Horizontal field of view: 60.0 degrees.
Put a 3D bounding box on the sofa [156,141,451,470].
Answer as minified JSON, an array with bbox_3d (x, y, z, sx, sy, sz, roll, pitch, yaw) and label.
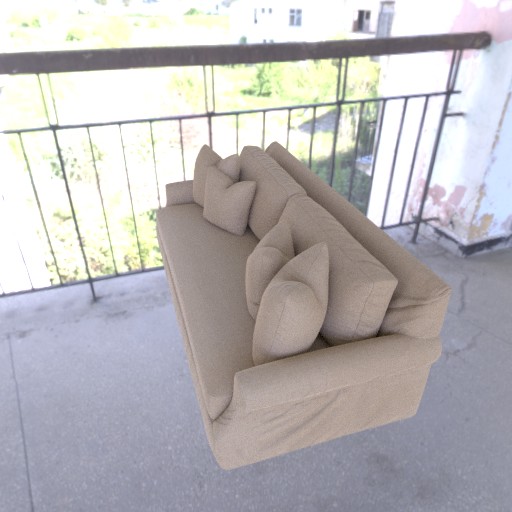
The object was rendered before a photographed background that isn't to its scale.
[{"bbox_3d":[0.000,0.000,2.766,1.067,0.904,2.285,-9,32,-15],"label":"sofa"}]
